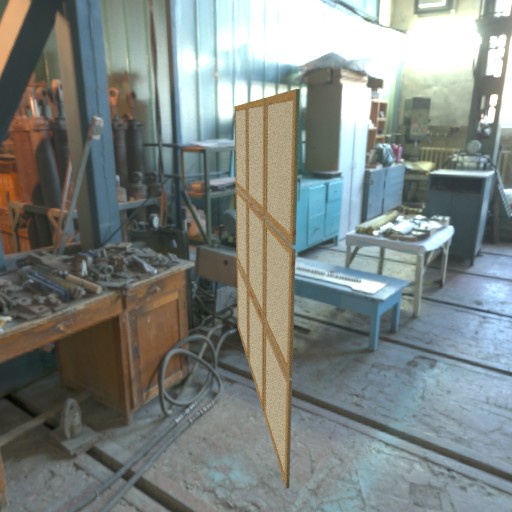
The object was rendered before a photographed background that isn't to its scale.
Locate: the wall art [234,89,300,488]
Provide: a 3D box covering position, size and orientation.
[{"bbox_3d":[0.000,0.000,2.297,0.013,1.523,1.517,-3,17,-9],"label":"wall art"}]
